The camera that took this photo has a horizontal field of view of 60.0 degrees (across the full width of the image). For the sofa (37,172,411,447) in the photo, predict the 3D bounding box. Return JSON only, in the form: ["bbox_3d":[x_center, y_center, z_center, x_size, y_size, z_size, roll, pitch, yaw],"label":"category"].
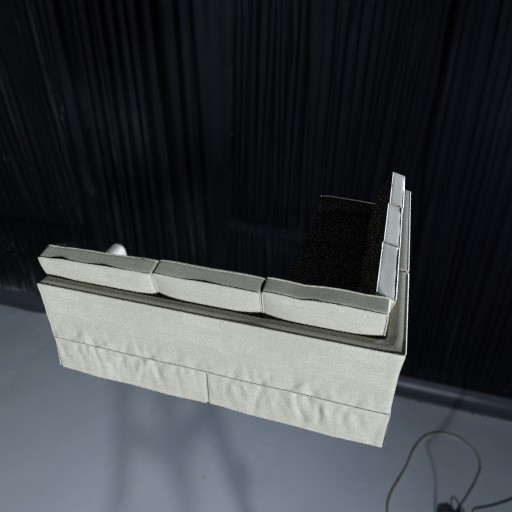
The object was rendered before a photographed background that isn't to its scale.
[{"bbox_3d":[0.000,0.000,4.104,2.623,1.081,2.618,9,32,14],"label":"sofa"}]
